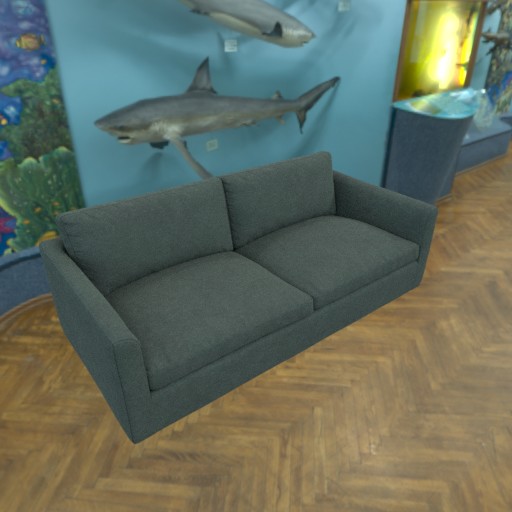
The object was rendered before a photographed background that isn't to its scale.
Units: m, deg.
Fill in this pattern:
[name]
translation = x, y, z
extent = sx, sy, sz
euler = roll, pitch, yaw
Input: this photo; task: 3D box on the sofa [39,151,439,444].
[sofa]
translation = 0.000, 0.000, 2.791
extent = 2.257, 0.838, 1.092
euler = -21, 35, -32
